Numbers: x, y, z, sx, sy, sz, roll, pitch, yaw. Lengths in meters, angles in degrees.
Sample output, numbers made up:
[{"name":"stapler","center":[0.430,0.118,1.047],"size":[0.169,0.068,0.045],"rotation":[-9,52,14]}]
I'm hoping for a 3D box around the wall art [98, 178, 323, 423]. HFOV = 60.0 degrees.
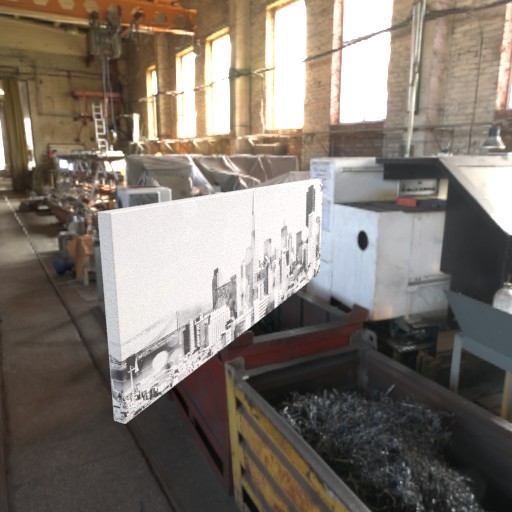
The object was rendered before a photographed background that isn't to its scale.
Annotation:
[{"name":"wall art","center":[0.000,0.000,1.680],"size":[0.039,0.507,1.520],"rotation":[6,14,25]}]
